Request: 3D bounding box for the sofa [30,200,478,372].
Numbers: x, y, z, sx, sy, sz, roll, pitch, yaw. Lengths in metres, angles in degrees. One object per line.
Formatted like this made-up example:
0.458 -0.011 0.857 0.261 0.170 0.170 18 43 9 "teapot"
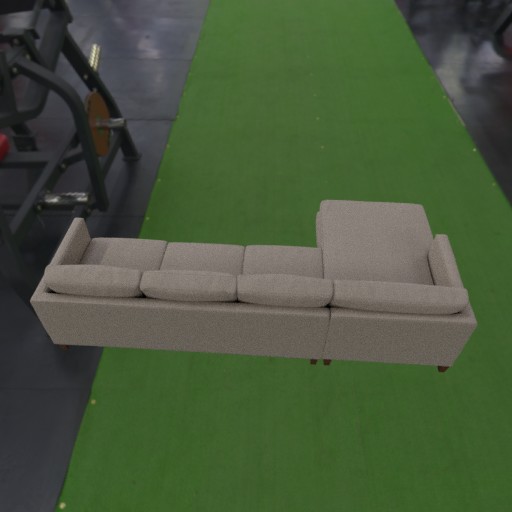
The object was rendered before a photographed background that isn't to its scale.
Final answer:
0.000 0.000 3.854 3.186 0.846 1.625 3 46 3 "sofa"
